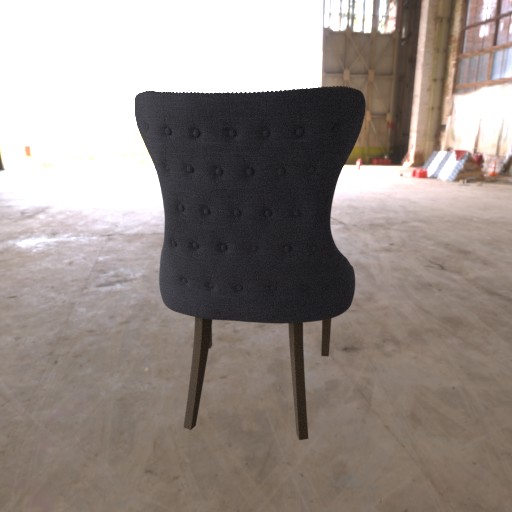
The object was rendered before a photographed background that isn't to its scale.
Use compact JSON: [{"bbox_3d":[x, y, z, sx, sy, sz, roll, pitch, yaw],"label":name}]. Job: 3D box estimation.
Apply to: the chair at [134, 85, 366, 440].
[{"bbox_3d":[0.000,0.000,1.406,0.628,0.967,0.635,2,16,8],"label":"chair"}]
